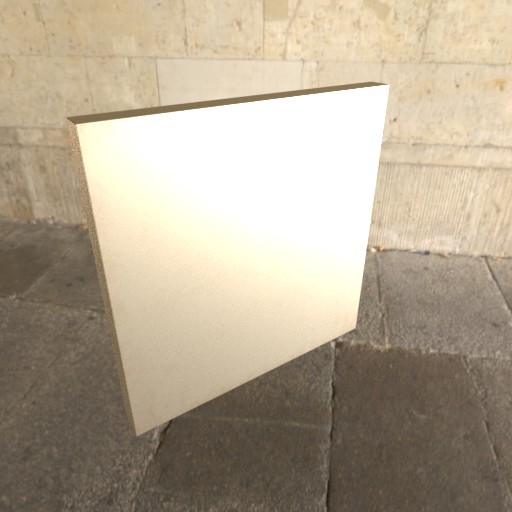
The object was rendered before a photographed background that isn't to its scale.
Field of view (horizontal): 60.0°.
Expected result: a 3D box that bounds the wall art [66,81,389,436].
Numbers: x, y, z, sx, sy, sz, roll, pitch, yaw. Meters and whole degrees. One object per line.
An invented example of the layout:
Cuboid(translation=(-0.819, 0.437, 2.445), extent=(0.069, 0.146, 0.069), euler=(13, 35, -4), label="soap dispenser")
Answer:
Cuboid(translation=(0.000, 0.000, 0.743), extent=(0.503, 0.506, 0.040), euler=(-18, 34, -29), label="wall art")
